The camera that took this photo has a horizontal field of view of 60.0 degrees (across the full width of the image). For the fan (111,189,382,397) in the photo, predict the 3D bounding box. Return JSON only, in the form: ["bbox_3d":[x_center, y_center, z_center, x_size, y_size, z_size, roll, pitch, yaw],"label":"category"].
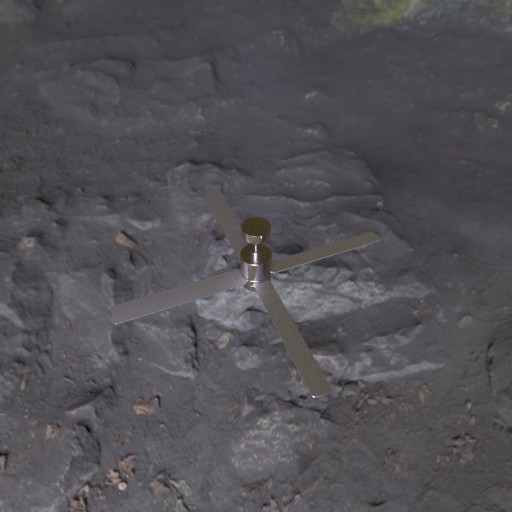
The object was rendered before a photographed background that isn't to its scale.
[{"bbox_3d":[0.000,0.000,1.982,1.322,0.355,1.322,-16,48,-15],"label":"fan"}]
